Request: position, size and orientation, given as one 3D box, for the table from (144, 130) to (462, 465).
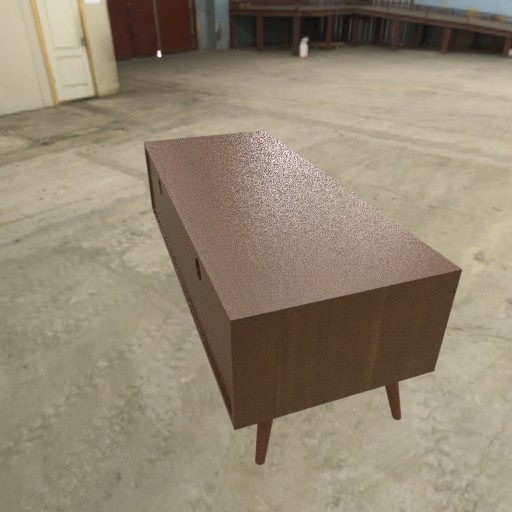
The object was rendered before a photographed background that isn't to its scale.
[{"bbox_3d":[0.000,0.000,1.382,0.490,0.464,1.119,-10,32,-17],"label":"table"}]
